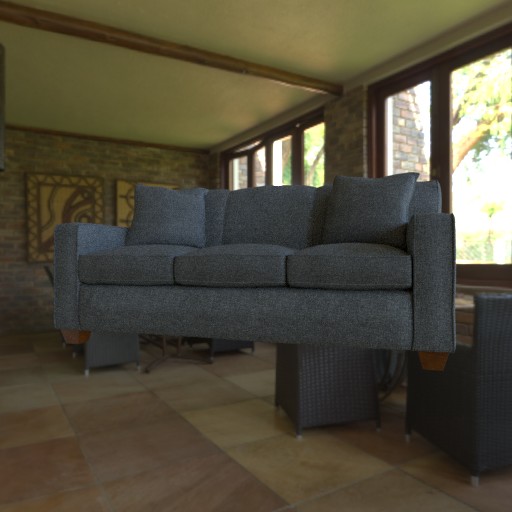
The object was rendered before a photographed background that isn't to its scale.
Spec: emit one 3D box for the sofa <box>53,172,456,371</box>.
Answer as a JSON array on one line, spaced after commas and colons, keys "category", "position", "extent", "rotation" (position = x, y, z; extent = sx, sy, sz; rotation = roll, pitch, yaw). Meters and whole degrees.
[{"category": "sofa", "position": [0.000, 0.000, 2.527], "extent": [2.024, 0.958, 0.997], "rotation": [0, 0, 18]}]
